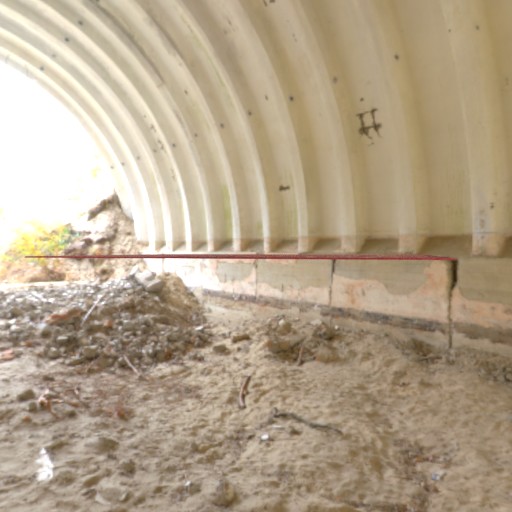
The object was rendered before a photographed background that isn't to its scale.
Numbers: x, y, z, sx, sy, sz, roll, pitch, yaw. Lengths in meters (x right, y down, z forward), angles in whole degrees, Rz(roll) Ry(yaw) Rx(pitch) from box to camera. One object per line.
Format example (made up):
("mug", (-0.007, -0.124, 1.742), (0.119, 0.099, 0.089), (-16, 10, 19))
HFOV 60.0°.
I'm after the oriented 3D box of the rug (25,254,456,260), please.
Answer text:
("rug", (0.000, 0.000, 4.351), (3.306, 0.011, 2.389), (0, 1, 17))
